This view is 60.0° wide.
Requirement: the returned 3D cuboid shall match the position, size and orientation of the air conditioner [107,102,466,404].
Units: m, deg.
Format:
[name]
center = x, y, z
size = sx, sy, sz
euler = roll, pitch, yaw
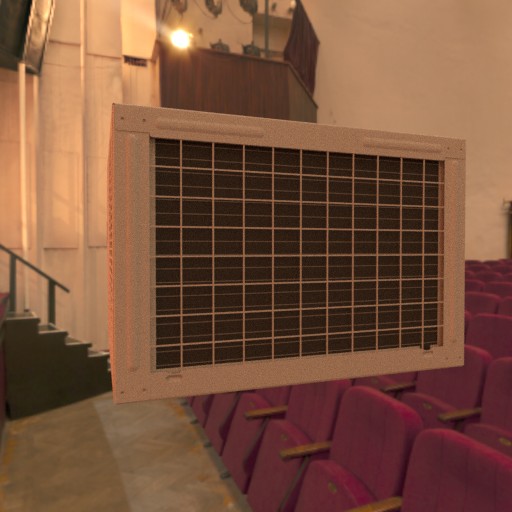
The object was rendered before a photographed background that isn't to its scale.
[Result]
[air conditioner]
center = 0.000, 0.000, 1.023
size = 0.645, 0.455, 0.599
euler = 0, 1, -19
